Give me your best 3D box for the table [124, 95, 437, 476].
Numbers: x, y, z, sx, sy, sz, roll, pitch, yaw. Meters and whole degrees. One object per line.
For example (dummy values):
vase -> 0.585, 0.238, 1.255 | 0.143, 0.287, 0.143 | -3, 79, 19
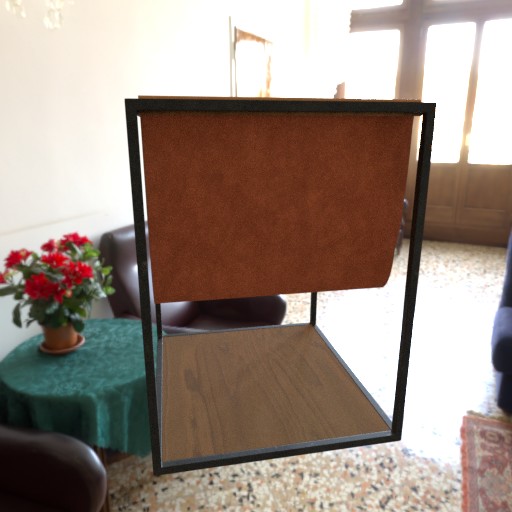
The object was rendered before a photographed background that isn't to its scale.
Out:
table -> 0.000, 0.000, 0.833 | 0.399, 0.536, 0.450 | -3, 16, -11
